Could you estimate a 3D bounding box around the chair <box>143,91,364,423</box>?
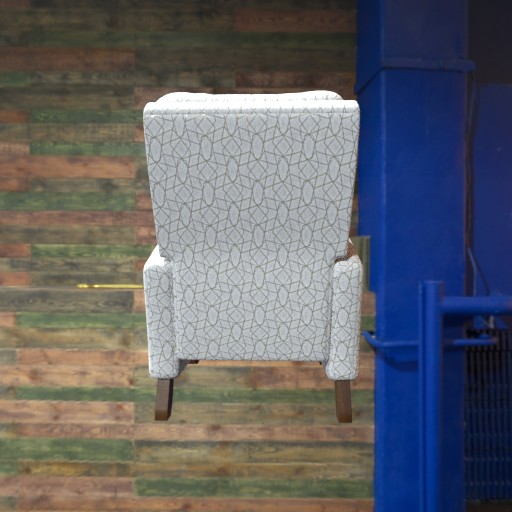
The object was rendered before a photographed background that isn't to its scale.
[{"bbox_3d":[0.000,0.000,1.776,0.796,1.064,0.995,0,0,2],"label":"chair"}]
